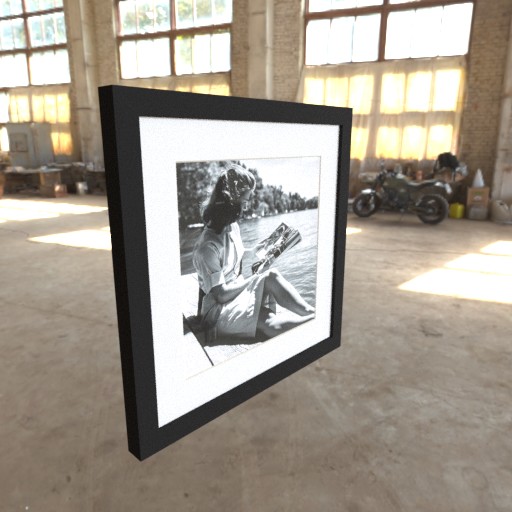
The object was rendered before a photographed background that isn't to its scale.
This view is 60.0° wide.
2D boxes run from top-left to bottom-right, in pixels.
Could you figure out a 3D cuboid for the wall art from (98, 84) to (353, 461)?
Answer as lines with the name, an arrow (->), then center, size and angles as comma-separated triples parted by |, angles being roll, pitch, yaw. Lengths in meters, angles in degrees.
wall art -> 0.000, 0.000, 0.687 | 0.030, 0.458, 0.462 | 14, 20, 42
